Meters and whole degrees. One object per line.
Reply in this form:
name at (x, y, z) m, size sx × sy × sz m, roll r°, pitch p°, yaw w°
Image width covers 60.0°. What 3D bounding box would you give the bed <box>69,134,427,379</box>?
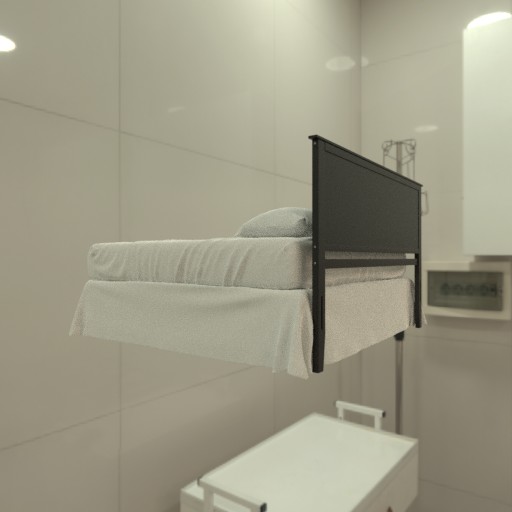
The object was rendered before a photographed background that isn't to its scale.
bed at (0.000, 0.000, 3.767) m, size 2.219 × 1.271 × 2.315 m, roll 0°, pitch 0°, yaw 36°
